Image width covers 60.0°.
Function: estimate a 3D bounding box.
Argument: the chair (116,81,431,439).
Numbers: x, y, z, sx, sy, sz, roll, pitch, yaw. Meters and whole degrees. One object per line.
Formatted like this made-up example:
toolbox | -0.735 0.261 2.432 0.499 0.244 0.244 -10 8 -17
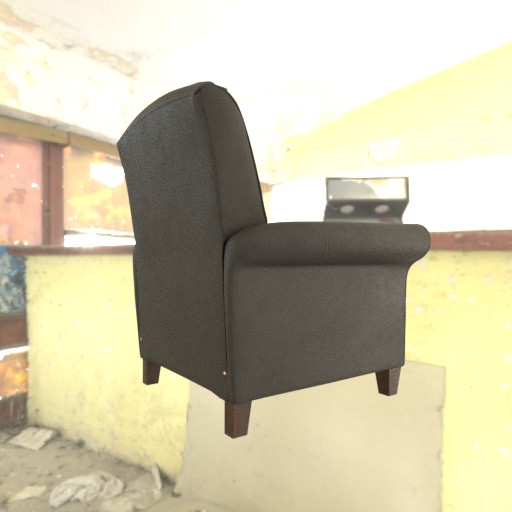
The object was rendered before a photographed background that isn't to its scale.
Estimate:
chair | 0.000 0.000 1.760 0.902 1.061 0.978 0 -1 -35
